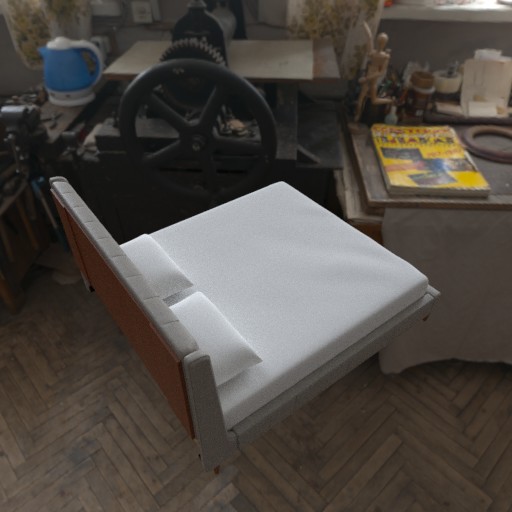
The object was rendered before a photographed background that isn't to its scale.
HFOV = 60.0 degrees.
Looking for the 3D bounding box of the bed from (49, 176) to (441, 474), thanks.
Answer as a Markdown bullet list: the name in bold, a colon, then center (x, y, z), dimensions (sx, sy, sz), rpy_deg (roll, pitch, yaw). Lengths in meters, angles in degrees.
- **bed**: center (0.000, 0.000, 3.587), dimensions (2.342, 1.289, 2.062), rpy_deg (-26, 47, -27)
